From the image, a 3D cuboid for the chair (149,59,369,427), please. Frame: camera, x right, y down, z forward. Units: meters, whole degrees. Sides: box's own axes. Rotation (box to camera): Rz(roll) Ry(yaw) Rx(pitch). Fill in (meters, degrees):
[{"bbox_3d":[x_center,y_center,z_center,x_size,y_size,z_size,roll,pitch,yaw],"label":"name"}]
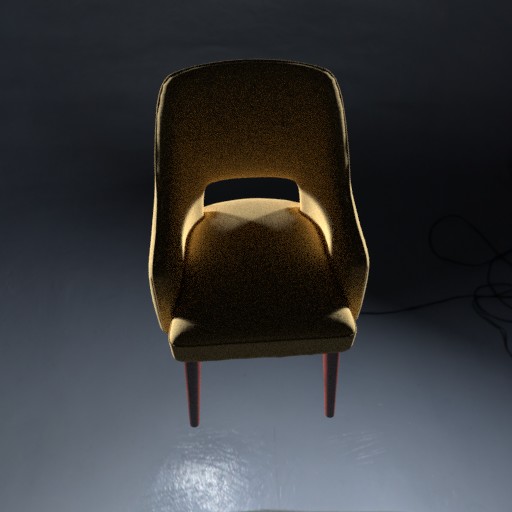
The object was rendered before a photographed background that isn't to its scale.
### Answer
[{"bbox_3d":[0.000,0.000,1.243,0.548,0.849,0.605,-3,48,-3],"label":"chair"}]
